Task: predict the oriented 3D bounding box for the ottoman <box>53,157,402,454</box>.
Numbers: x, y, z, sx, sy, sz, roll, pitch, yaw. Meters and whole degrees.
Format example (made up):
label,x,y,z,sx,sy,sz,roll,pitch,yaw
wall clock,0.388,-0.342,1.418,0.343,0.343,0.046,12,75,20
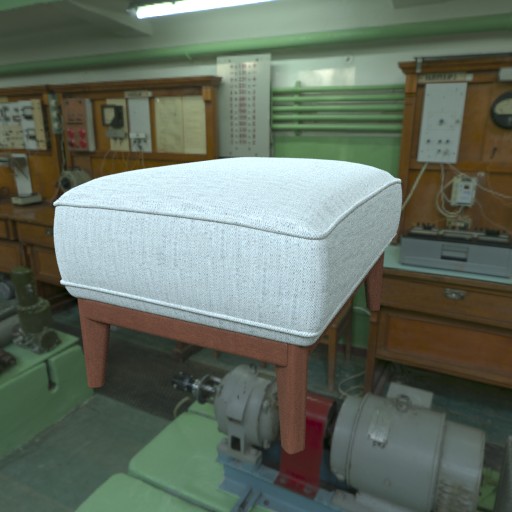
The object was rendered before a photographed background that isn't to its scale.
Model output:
label,x,y,z,sx,sy,sz,roll,pitch,yaw
ottoman,0.000,0.000,1.124,0.594,0.465,0.794,8,18,25
